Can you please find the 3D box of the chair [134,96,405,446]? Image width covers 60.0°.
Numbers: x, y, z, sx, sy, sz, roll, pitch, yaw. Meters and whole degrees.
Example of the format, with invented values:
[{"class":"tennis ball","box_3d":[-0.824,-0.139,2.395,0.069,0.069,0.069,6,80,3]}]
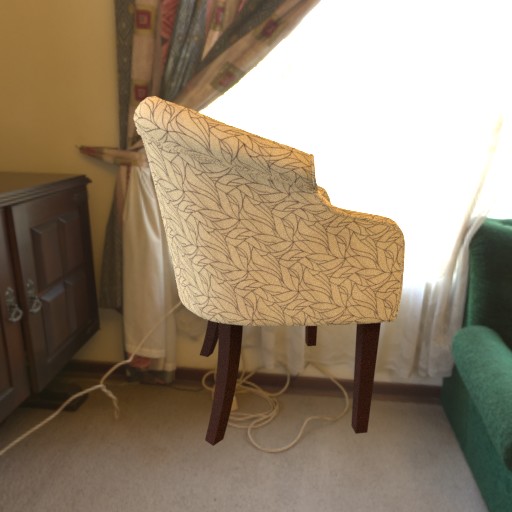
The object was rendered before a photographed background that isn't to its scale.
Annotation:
[{"class":"chair","box_3d":[0.000,0.000,1.274,0.613,0.858,0.686,-3,17,-8]}]
